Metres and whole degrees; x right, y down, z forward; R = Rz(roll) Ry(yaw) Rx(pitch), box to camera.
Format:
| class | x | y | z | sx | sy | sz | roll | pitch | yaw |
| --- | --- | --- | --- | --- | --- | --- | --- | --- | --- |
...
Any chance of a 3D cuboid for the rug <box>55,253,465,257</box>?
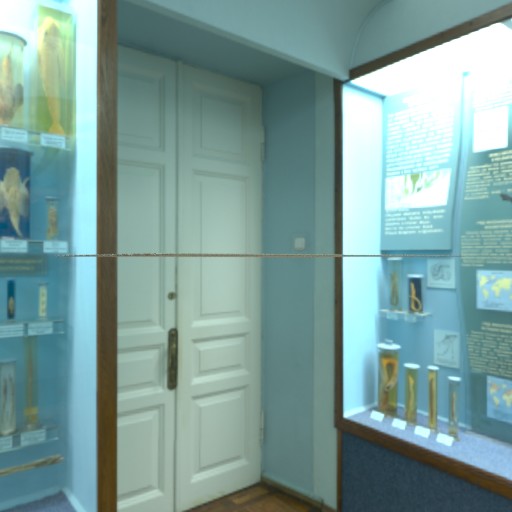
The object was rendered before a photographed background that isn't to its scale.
| class | x | y | z | sx | sy | sz | roll | pitch | yaw |
| --- | --- | --- | --- | --- | --- | --- | --- | --- | --- |
| rug | 0.000 | 0.000 | 4.159 | 3.043 | 0.013 | 2.444 | 0 | 0 | -36 |
